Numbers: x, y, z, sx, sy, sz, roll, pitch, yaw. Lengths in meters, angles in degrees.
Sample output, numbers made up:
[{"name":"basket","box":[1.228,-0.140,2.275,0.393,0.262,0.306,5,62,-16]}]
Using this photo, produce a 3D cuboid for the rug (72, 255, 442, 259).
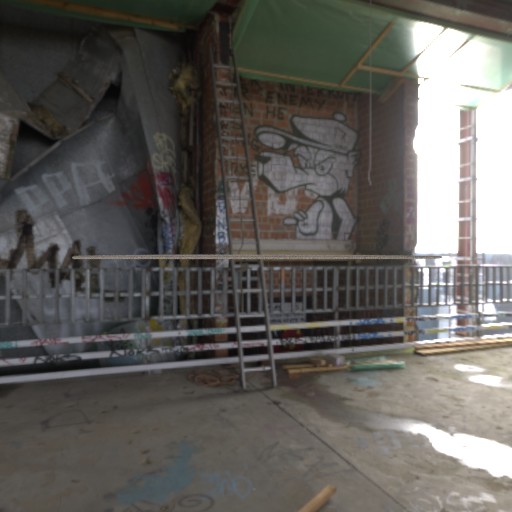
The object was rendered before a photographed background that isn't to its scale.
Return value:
[{"name":"rug","box":[0.000,0.000,2.363,1.219,0.010,1.829,0,0,0]}]
